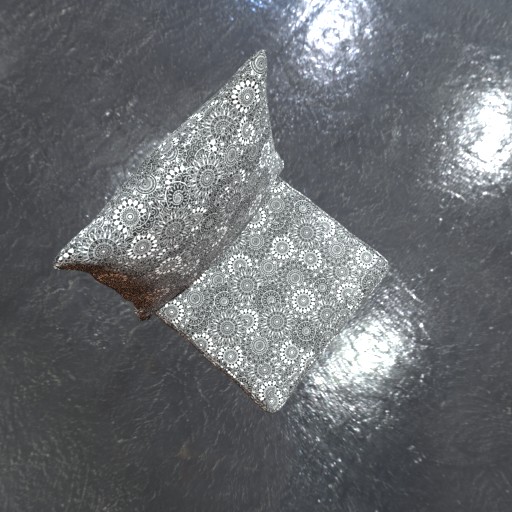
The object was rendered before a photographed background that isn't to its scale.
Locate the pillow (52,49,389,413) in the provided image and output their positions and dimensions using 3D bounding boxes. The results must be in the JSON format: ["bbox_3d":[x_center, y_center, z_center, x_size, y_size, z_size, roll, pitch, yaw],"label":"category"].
[{"bbox_3d":[0.000,0.000,1.382,0.740,0.722,0.798,39,79,9],"label":"pillow"}]
